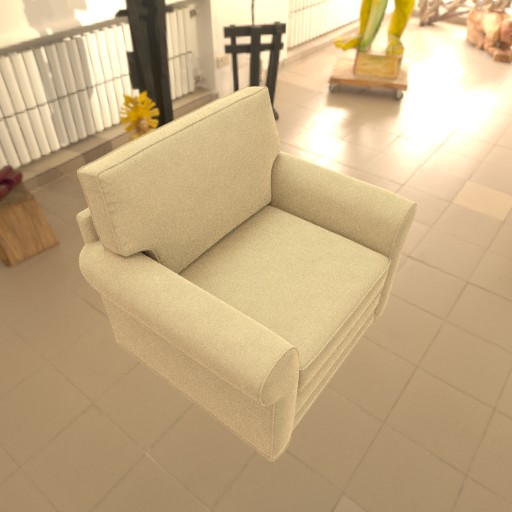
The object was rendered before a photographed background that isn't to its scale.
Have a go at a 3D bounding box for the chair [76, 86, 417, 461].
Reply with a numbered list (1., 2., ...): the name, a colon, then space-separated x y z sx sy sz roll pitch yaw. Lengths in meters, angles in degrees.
1. chair: 0.000 0.000 1.716 0.863 0.955 1.040 27 49 27
